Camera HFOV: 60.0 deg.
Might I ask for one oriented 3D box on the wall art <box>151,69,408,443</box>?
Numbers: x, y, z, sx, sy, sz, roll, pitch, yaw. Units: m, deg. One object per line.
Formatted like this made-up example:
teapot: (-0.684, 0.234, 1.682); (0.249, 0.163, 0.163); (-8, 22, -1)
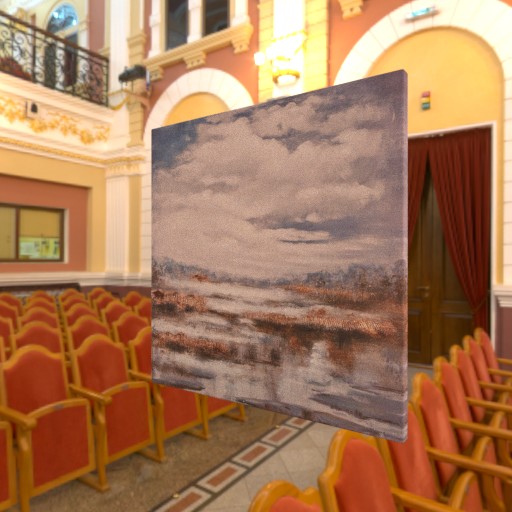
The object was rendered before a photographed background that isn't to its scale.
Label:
wall art: (0.000, 0.000, 1.511); (1.010, 1.020, 0.040); (0, 0, 35)
